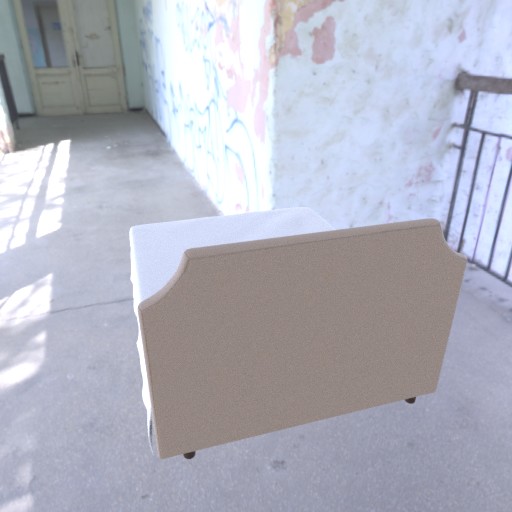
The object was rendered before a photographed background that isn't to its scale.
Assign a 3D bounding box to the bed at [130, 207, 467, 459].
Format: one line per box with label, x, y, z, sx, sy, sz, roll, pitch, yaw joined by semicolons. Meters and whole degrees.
bed;0.000;0.000;4.134;2.350;1.590;2.773;-8;28;-15
